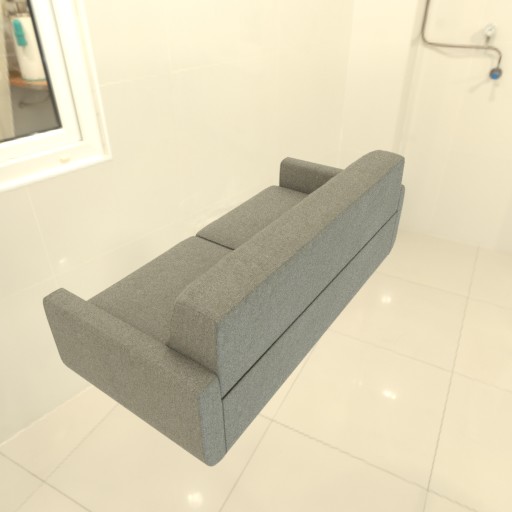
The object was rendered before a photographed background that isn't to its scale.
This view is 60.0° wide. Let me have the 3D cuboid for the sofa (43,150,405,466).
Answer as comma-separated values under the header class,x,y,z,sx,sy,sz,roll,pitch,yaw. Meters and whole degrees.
class,x,y,z,sx,sy,sz,roll,pitch,yaw
sofa,0.000,0.000,2.504,0.968,0.873,2.055,21,39,28
